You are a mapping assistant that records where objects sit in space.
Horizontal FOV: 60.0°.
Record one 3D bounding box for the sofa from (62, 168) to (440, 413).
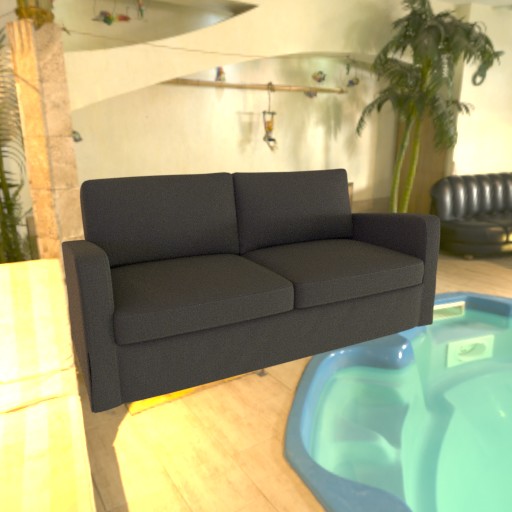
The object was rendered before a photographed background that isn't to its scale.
[{"bbox_3d":[0.000,0.000,2.356,1.852,0.839,0.898,-8,17,-26],"label":"sofa"}]
